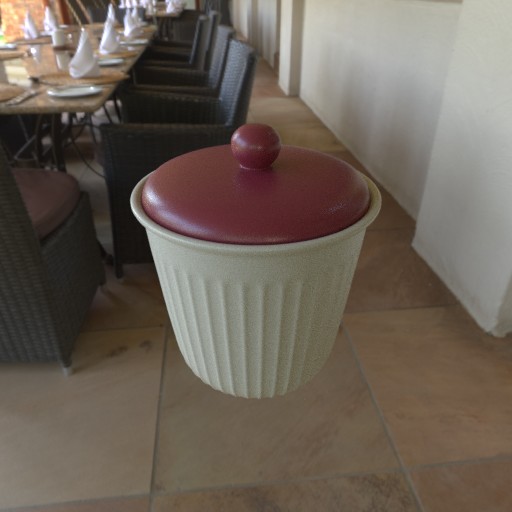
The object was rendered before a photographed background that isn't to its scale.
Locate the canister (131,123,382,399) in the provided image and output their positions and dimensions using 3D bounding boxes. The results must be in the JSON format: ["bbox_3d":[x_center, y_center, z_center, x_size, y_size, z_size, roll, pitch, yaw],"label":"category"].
[{"bbox_3d":[0.000,0.000,0.358,0.181,0.211,0.181,0,31,0],"label":"canister"}]
